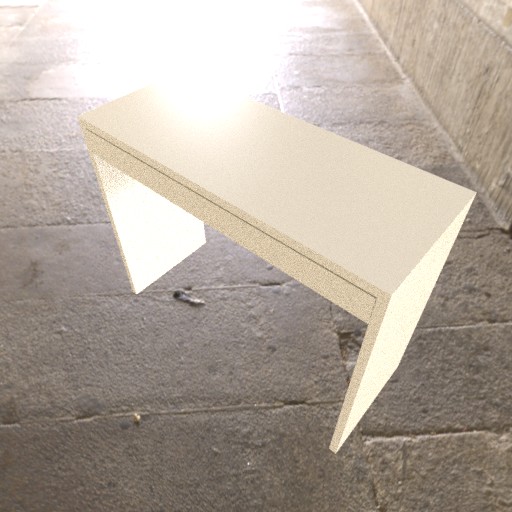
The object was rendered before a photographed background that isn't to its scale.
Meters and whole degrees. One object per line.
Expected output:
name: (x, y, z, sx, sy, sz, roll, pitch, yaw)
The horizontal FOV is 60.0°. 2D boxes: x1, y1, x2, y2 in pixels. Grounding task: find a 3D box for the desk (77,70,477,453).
desk: (0.000, 0.000, 1.430, 1.000, 0.790, 0.400, 32, 54, 27)
